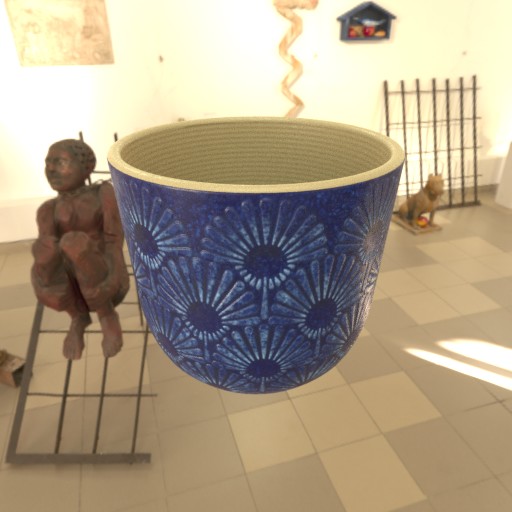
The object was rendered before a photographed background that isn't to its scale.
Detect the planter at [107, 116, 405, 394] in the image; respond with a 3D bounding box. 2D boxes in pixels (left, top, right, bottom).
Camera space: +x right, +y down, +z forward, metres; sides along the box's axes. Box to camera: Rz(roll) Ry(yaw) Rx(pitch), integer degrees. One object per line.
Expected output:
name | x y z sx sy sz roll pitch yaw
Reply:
planter | 0.000 0.000 0.297 0.170 0.153 0.170 0 28 0
